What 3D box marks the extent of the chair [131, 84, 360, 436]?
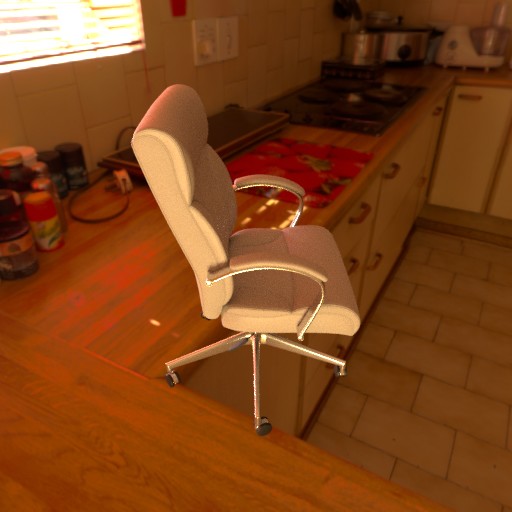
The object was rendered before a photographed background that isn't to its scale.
[{"bbox_3d":[0.000,0.000,1.619,0.745,1.099,0.727,-1,32,-1],"label":"chair"}]
